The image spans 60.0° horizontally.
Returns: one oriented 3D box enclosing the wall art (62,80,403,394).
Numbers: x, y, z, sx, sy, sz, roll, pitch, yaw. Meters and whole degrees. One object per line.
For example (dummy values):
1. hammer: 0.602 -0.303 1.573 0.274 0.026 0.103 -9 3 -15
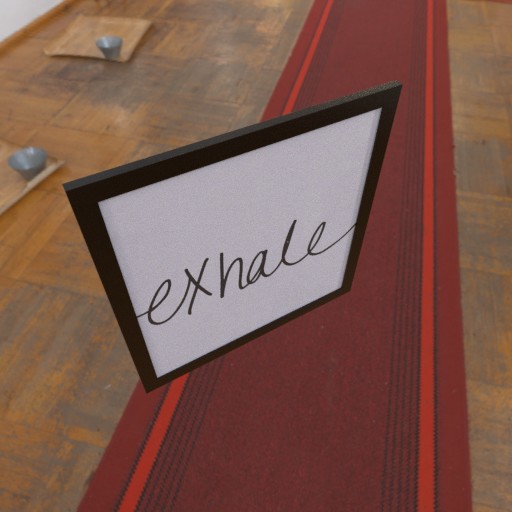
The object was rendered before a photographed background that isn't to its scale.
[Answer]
1. wall art: 0.000 0.000 0.682 0.446 0.445 0.014 -23 51 -20
